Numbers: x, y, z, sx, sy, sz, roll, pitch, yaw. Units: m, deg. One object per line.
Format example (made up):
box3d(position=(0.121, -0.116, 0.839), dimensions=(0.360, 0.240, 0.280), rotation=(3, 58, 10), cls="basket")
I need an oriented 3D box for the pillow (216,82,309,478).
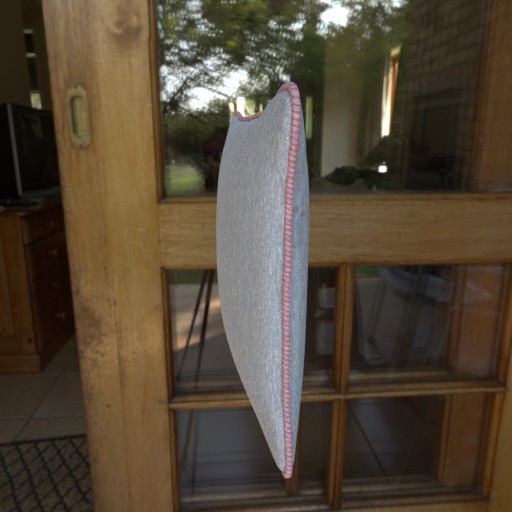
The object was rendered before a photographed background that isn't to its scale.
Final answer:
box3d(position=(0.000, 0.000, 0.735), dimensions=(0.124, 0.491, 0.482), rotation=(-2, 14, -10), cls="pillow")
